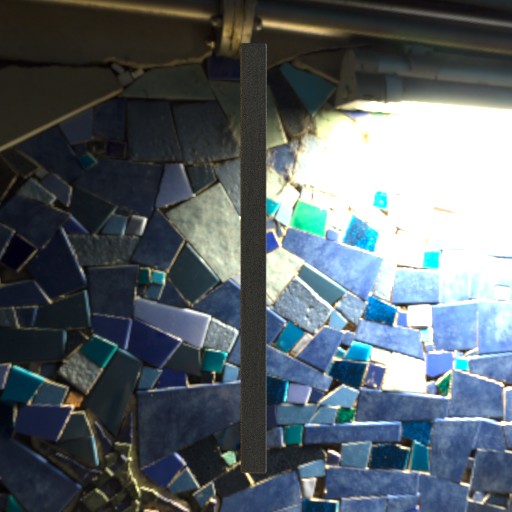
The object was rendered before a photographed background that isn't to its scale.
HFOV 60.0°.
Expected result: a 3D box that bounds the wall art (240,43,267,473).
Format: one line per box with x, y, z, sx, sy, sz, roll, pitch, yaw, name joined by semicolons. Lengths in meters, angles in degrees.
0.000;0.000;1.966;0.078;1.288;1.287;0;1;1;wall art
